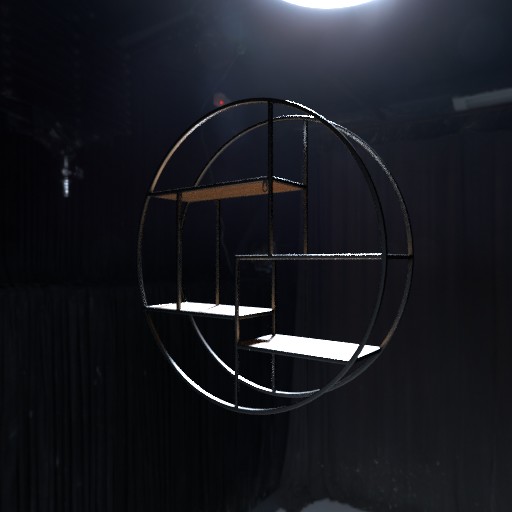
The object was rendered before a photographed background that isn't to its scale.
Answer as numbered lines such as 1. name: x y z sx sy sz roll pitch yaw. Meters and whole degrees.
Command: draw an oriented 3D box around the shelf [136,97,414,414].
1. shelf: 0.000 0.000 1.349 0.888 0.888 0.202 0 -1 37
